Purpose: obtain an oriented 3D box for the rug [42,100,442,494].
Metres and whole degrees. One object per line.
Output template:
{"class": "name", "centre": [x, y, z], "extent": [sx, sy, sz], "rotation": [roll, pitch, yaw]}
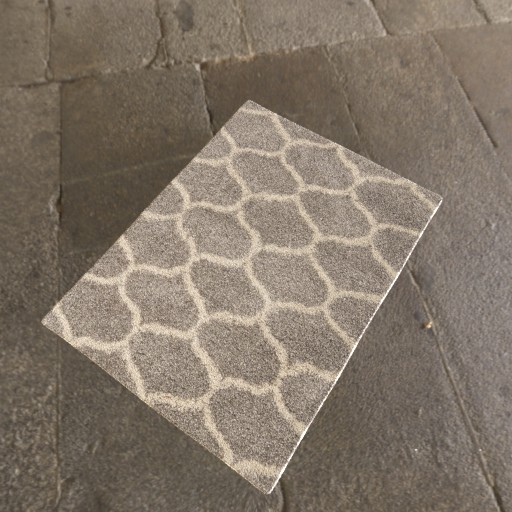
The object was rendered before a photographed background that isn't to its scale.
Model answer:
{"class": "rug", "centre": [0.000, 0.000, 2.089], "extent": [1.200, 0.025, 1.600], "rotation": [31, 67, 15]}
